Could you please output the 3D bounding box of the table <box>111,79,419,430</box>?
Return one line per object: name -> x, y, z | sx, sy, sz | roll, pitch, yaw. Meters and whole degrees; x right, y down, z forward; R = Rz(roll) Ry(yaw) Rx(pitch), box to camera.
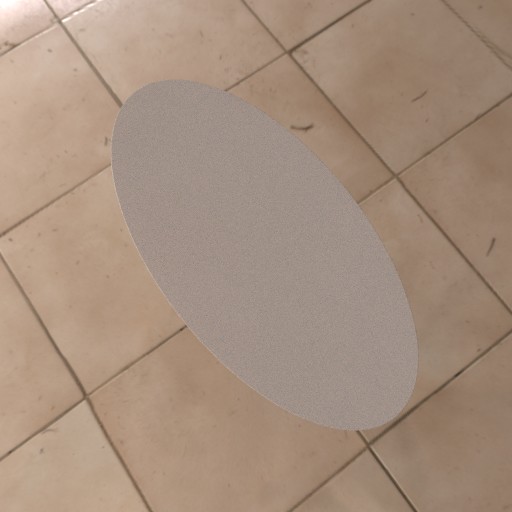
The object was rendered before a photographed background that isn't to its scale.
table -> 0.000, 0.000, 1.322 | 0.542, 0.390, 1.083 | -36, 79, -8
